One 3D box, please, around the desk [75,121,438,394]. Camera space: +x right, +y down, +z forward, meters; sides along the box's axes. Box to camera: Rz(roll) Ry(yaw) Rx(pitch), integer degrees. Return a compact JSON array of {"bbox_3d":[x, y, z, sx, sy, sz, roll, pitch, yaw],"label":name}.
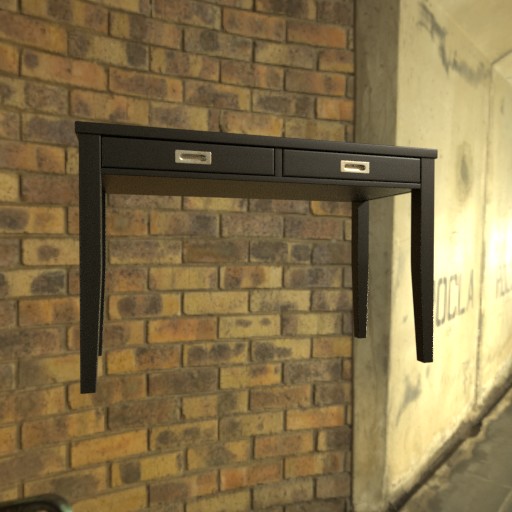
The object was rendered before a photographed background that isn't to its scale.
[{"bbox_3d":[0.000,0.000,1.671,1.220,0.775,0.508,0,1,-17],"label":"desk"}]
